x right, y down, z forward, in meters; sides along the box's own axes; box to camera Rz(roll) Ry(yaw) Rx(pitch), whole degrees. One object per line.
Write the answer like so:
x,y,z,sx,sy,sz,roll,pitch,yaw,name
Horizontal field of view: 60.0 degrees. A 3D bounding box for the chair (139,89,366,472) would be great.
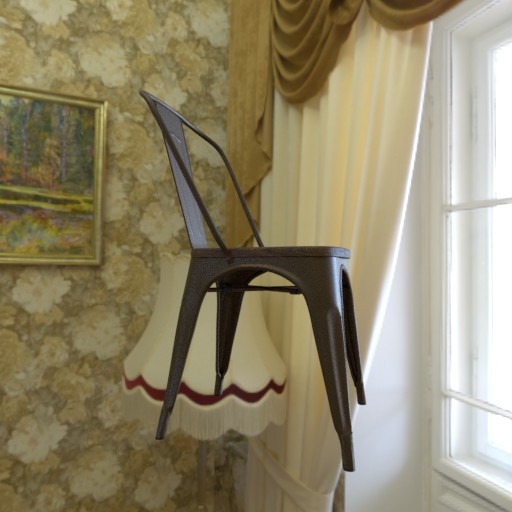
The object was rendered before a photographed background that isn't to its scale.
0.000,0.000,1.150,0.532,0.844,0.451,0,-1,17,chair
